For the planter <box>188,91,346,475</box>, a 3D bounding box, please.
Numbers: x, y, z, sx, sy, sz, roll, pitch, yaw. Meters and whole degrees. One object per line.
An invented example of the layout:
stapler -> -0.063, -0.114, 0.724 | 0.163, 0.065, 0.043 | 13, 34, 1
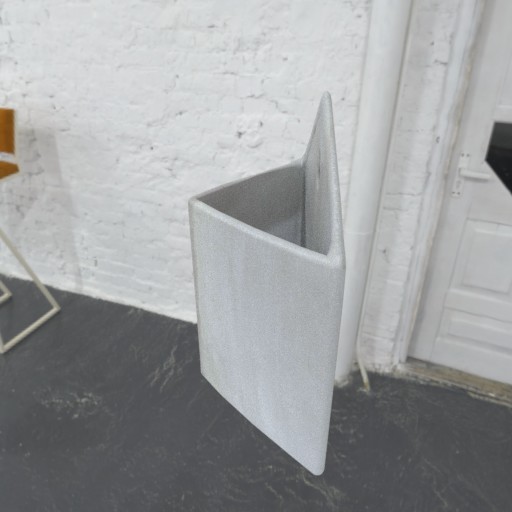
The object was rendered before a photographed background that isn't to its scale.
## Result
planter -> 0.000, 0.000, 0.275 | 0.080, 0.194, 0.163 | 0, 28, 1
